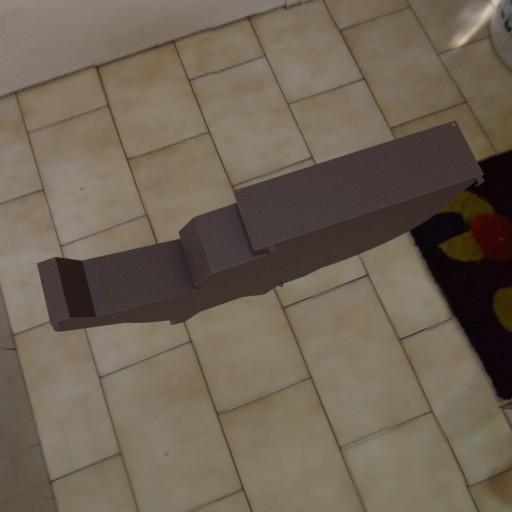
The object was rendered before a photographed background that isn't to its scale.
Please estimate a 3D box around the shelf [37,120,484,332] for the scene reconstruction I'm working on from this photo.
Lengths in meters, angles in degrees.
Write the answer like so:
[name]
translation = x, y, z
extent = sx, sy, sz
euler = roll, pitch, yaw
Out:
[shelf]
translation = 0.000, 0.000, 0.892
extent = 0.729, 0.439, 0.112
euler = -18, 76, -5
